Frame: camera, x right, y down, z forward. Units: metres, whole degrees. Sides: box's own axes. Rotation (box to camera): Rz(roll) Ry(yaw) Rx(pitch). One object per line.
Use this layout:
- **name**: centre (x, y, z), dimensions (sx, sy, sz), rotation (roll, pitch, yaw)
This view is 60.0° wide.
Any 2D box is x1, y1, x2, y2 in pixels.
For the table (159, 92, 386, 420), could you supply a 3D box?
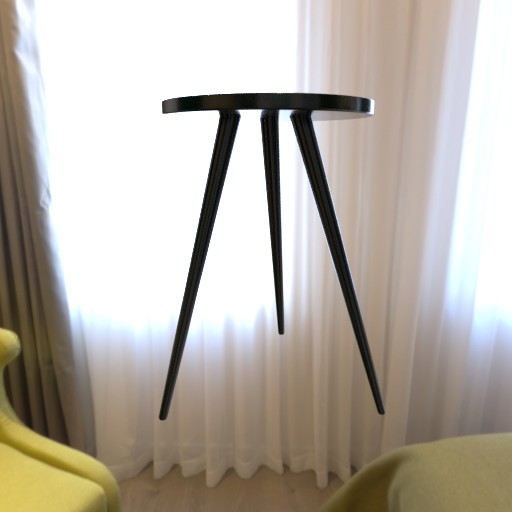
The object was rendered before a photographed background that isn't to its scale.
- **table**: centre (0.000, 0.000, 0.838), dimensions (0.415, 0.548, 0.403), rotation (-7, 16, -27)
